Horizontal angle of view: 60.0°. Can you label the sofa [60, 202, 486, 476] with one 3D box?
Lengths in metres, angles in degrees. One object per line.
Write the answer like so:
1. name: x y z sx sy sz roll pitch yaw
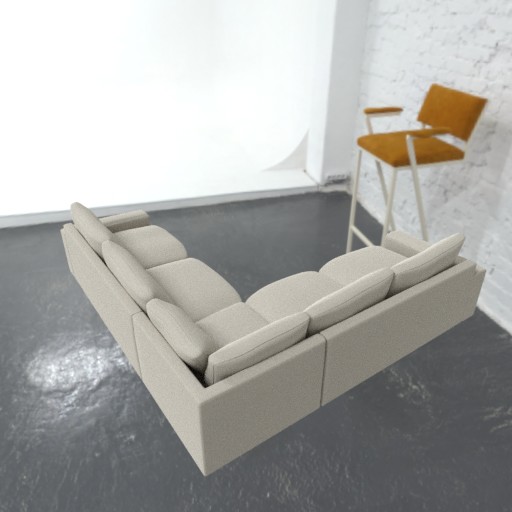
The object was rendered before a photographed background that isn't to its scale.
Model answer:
1. sofa: 0.000 0.000 4.588 3.066 0.918 3.206 -19 34 -30
